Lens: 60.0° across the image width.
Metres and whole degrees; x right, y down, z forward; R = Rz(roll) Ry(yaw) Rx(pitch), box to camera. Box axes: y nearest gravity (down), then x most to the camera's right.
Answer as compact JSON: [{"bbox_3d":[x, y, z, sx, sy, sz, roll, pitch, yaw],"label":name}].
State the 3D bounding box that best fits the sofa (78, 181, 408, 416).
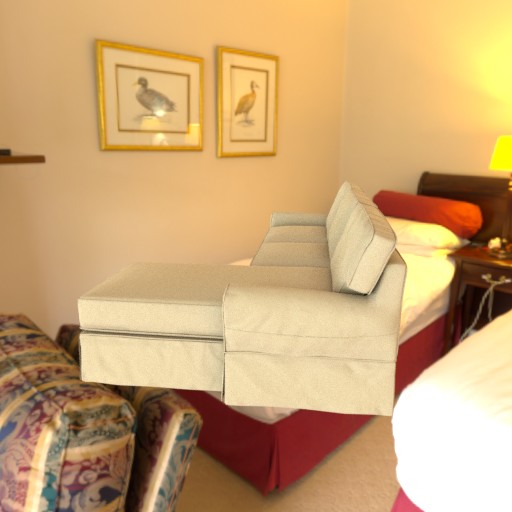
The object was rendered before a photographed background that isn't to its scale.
[{"bbox_3d":[0.000,0.000,3.348,1.733,0.978,2.475,2,15,8],"label":"sofa"}]
